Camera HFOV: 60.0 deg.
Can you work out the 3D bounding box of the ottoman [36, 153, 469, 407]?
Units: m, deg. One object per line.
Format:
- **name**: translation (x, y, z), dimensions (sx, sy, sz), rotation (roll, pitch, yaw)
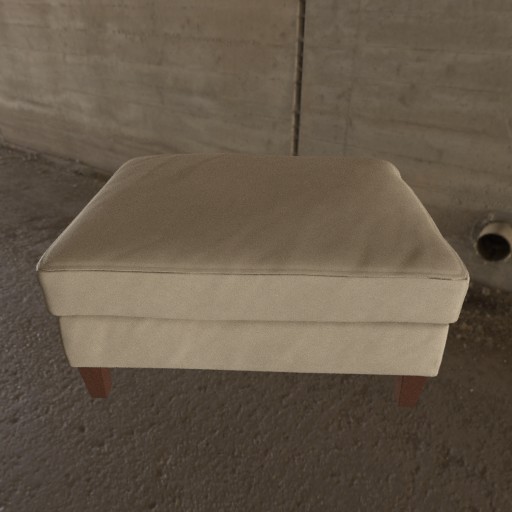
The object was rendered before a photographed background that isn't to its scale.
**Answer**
- **ottoman**: translation (0.000, 0.000, 1.433), dimensions (1.002, 0.492, 0.836), rotation (1, 30, 2)
